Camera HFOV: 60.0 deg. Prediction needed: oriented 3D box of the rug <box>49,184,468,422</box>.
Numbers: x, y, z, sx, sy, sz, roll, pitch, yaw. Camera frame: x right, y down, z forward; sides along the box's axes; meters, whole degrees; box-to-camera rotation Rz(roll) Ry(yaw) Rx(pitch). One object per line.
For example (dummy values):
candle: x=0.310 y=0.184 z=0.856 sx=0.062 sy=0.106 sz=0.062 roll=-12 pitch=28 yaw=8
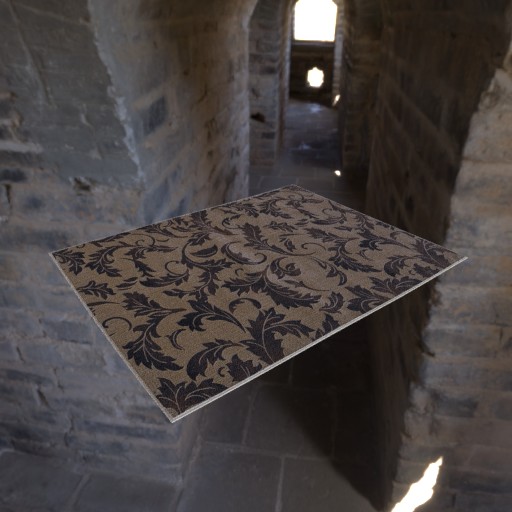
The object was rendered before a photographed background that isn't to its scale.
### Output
rug: x=0.000 y=0.000 z=3.989 sx=2.977 sy=0.008 sz=2.380 roll=-21 pitch=35 yaw=-32
